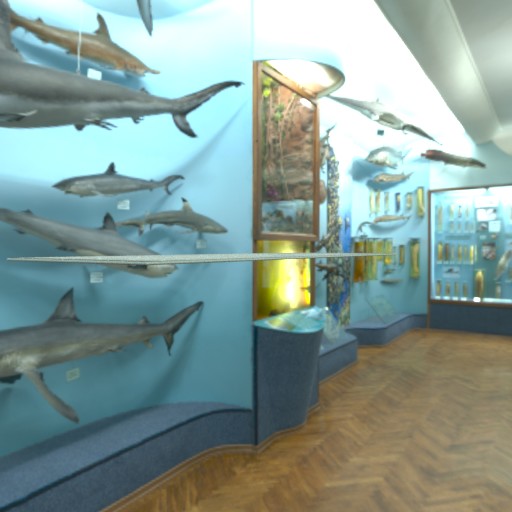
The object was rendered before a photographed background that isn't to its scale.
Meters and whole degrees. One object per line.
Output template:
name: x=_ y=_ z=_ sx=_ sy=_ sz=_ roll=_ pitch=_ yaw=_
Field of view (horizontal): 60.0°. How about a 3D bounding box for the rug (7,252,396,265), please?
rug: x=0.000 y=0.000 z=2.579 sx=0.864 sy=0.012 sz=2.388 roll=1 pitch=1 yaw=35
